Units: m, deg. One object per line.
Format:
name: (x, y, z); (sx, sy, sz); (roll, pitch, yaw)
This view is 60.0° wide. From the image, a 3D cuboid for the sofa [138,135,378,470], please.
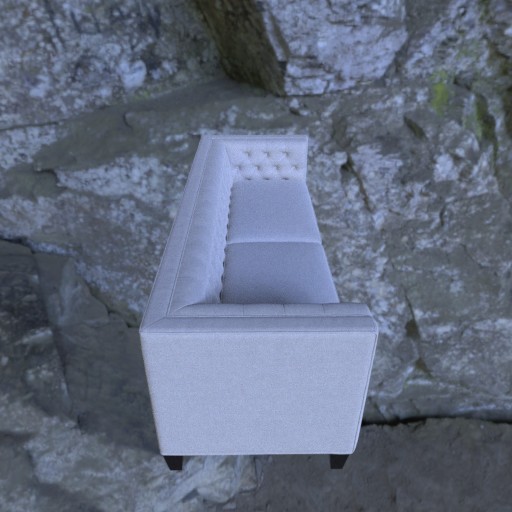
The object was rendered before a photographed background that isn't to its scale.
sofa: (0.000, 0.000, 2.511); (0.775, 0.762, 2.159); (0, 31, 0)
